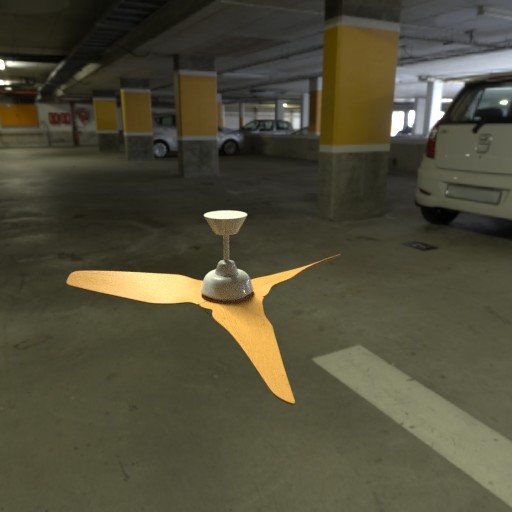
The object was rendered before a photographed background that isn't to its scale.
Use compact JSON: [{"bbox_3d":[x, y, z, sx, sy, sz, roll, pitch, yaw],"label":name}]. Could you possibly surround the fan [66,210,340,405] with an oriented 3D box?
[{"bbox_3d":[0.000,0.000,1.636,1.142,0.355,1.010,15,22,42],"label":"fan"}]
